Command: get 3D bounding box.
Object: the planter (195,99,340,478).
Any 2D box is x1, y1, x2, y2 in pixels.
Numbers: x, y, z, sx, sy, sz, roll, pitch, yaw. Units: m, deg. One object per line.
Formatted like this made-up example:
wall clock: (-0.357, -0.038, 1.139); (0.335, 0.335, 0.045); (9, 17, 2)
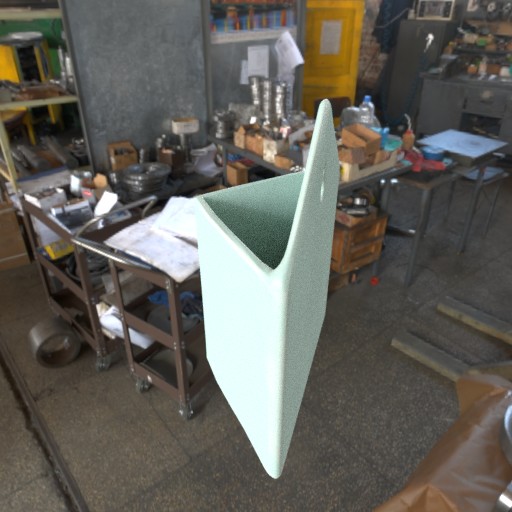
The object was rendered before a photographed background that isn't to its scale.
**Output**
planter: (0.000, 0.000, 0.283); (0.079, 0.197, 0.164); (9, 32, 14)
